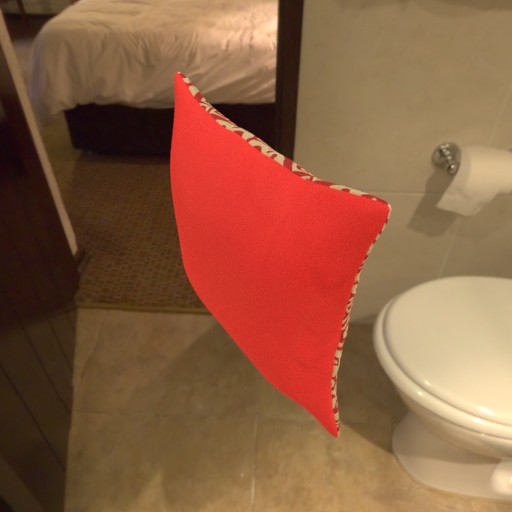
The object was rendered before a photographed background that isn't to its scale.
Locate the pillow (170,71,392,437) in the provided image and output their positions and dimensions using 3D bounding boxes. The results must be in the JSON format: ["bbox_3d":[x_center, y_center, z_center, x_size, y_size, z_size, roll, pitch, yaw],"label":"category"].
[{"bbox_3d":[0.000,0.000,0.802,0.192,0.507,0.522,-24,46,-25],"label":"pillow"}]
